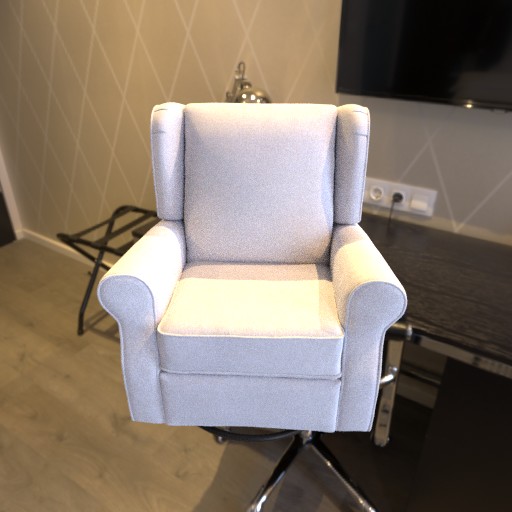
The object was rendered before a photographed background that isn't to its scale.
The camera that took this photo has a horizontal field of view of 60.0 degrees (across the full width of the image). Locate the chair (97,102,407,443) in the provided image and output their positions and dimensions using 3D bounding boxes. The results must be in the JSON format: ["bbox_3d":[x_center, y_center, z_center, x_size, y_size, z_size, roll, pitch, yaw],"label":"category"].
[{"bbox_3d":[0.000,0.000,1.621,0.906,0.967,0.854,1,29,3],"label":"chair"}]
